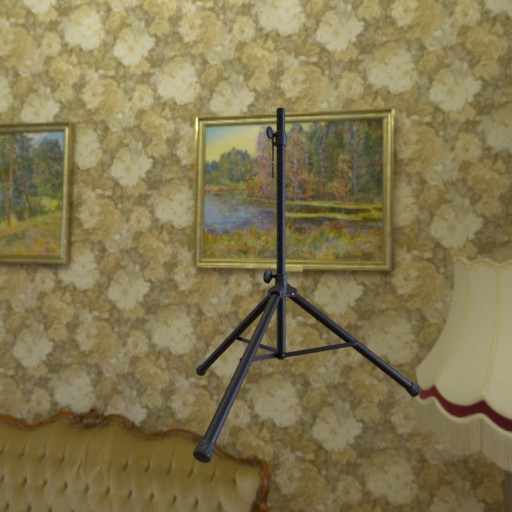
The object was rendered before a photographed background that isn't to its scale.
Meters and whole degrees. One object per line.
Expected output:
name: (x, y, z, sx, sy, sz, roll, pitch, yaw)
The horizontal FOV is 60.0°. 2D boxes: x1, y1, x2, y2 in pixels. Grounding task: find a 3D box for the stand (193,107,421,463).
stand: (0.000, 0.000, 1.825, 1.045, 1.136, 0.907, 2, -3, -37)
